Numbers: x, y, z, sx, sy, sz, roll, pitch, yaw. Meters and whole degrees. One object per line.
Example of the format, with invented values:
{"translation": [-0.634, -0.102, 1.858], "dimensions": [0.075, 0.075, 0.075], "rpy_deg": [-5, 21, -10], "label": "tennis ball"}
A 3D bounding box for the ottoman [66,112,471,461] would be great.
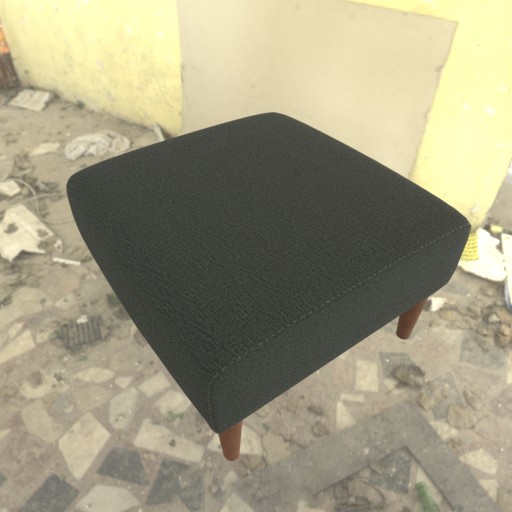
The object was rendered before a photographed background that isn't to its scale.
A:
{"translation": [0.000, 0.000, 1.043], "dimensions": [0.649, 0.398, 0.650], "rpy_deg": [-25, 47, -26], "label": "ottoman"}
